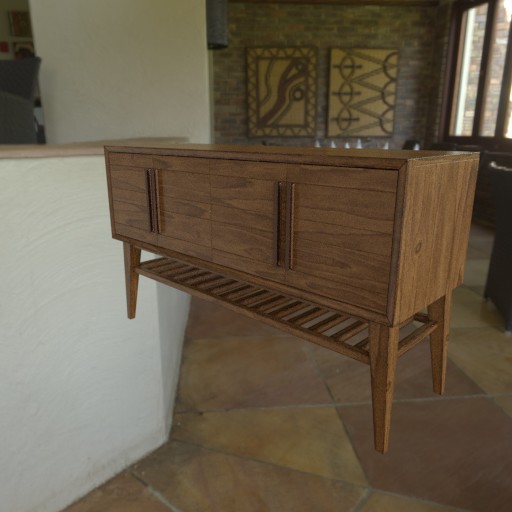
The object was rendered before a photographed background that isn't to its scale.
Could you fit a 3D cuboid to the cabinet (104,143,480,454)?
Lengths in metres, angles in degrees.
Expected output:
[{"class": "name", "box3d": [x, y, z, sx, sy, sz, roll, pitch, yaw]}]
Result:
[{"class": "cabinet", "box3d": [0.000, 0.000, 1.696, 1.363, 0.802, 0.477, 15, 21, 42]}]
